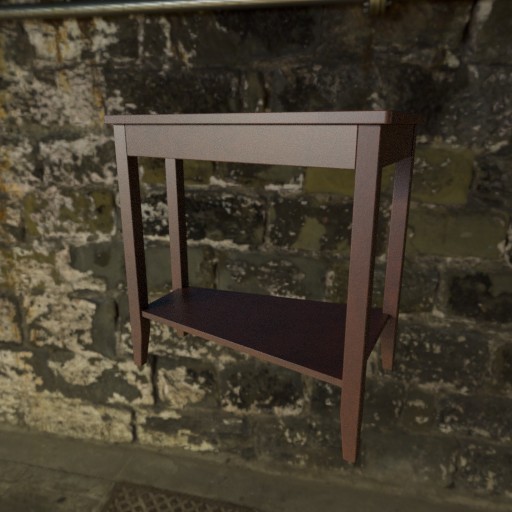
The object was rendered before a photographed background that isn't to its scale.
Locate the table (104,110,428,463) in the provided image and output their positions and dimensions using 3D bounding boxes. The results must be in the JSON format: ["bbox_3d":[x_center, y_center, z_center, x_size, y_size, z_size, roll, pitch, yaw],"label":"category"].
[{"bbox_3d":[0.000,0.000,0.971,0.605,0.589,0.399,8,18,26],"label":"table"}]
